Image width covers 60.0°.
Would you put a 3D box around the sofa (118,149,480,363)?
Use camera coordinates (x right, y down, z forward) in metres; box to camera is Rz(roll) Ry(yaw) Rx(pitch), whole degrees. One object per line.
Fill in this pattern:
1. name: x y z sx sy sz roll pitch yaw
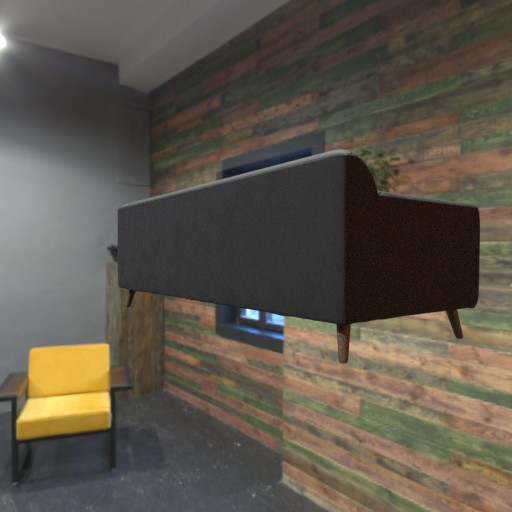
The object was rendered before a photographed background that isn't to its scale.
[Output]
1. sofa: 0.000 0.000 2.594 0.900 0.740 2.190 0 0 -36
